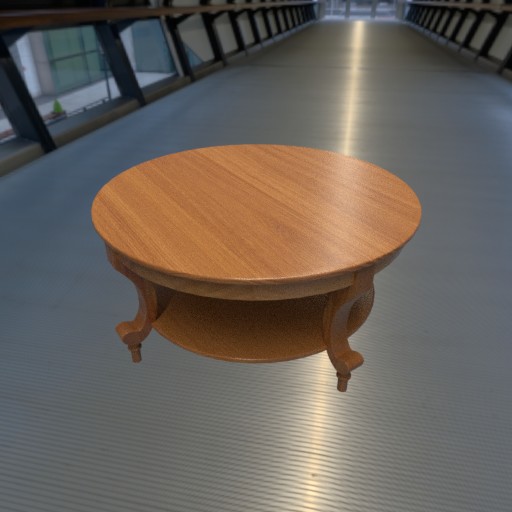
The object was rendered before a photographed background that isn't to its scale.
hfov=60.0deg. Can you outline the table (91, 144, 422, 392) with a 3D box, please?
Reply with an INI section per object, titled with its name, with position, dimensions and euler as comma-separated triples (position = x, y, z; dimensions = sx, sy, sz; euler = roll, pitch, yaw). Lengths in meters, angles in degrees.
[table]
position = 0.000, 0.000, 1.564
dimensions = 1.029, 0.490, 1.029
euler = 0, 31, 0
